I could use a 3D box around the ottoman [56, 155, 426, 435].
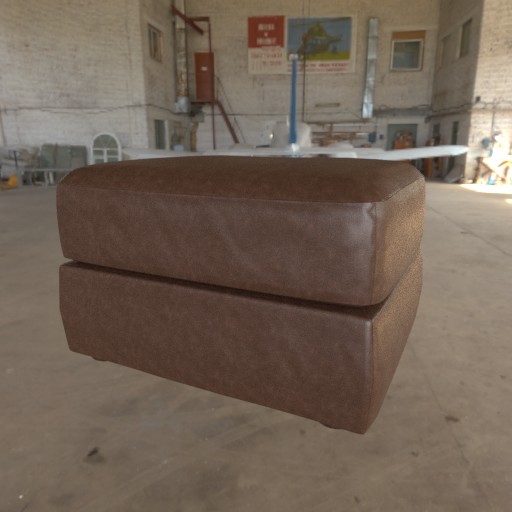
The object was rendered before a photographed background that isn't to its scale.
[{"bbox_3d":[0.000,0.000,1.101,0.751,0.476,0.603,7,16,26],"label":"ottoman"}]
